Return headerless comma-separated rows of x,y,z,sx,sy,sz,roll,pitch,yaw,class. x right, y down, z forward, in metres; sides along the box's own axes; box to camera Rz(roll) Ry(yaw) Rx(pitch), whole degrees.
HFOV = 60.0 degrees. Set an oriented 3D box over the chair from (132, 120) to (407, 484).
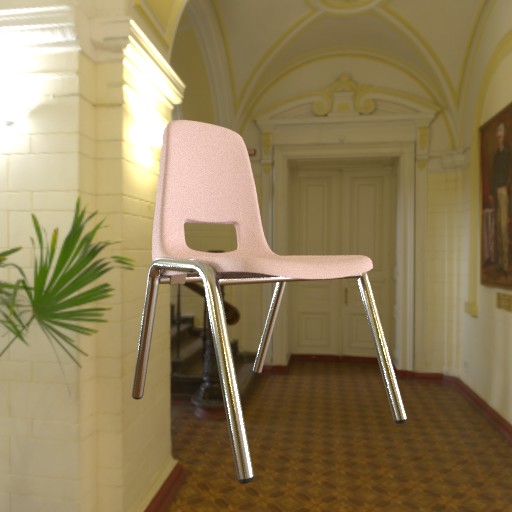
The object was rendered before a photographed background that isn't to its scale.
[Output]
0.000,0.000,0.834,0.354,0.586,0.423,-1,1,-37,chair
